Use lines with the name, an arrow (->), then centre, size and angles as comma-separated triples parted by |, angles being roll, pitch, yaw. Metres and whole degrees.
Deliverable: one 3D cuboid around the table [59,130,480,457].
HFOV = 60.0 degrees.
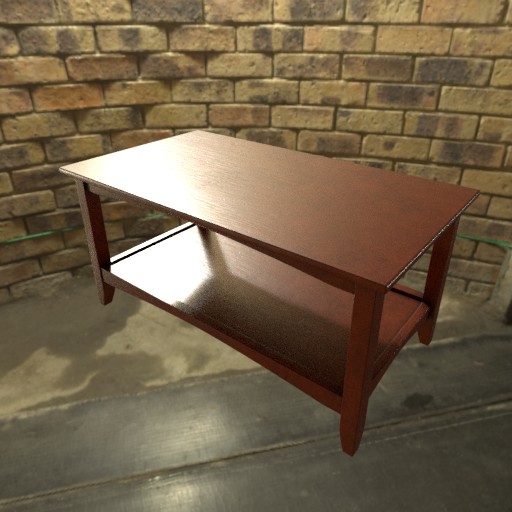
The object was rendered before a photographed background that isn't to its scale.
table -> 0.000, 0.000, 1.238 | 0.943, 0.456, 0.533 | 21, 36, 33
